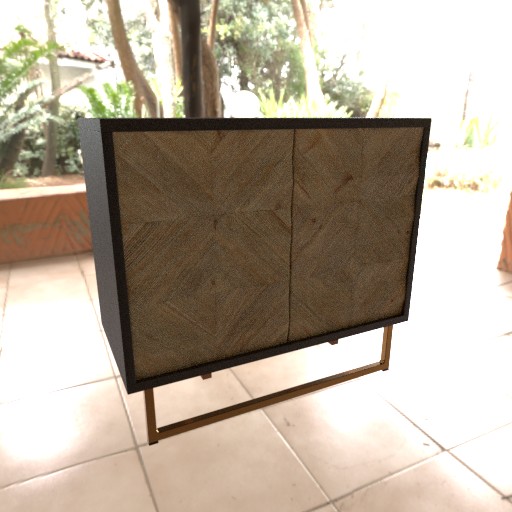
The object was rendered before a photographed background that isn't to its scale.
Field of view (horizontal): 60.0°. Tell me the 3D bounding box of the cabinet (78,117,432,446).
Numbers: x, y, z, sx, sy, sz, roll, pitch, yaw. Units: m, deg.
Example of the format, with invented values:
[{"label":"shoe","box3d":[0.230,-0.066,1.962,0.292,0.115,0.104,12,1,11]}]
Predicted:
[{"label":"cabinet","box3d":[0.000,0.000,1.445,0.950,0.860,0.451,-9,20,-25]}]
